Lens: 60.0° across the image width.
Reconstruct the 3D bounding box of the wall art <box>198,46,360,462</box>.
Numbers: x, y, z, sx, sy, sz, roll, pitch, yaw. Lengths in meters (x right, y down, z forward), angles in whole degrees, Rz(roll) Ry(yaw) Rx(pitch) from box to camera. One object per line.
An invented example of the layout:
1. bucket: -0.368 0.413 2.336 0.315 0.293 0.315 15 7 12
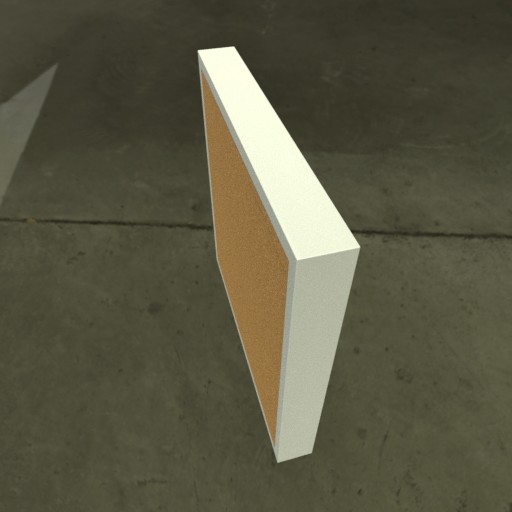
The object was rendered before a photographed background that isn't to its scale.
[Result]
1. wall art: 0.000 0.000 0.458 0.038 0.305 0.305 -11 47 -11
